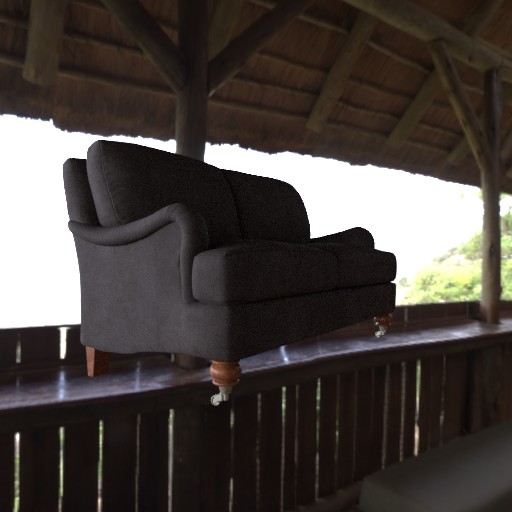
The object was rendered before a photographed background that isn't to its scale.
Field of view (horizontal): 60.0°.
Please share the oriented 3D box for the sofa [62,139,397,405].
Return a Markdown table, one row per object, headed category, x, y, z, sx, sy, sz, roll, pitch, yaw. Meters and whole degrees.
| category | x | y | z | sx | sy | sz | roll | pitch | yaw |
| --- | --- | --- | --- | --- | --- | --- | --- | --- | --- |
| sofa | 0.000 | 0.000 | 2.547 | 1.084 | 1.101 | 1.853 | 0 | 0 | 36 |
